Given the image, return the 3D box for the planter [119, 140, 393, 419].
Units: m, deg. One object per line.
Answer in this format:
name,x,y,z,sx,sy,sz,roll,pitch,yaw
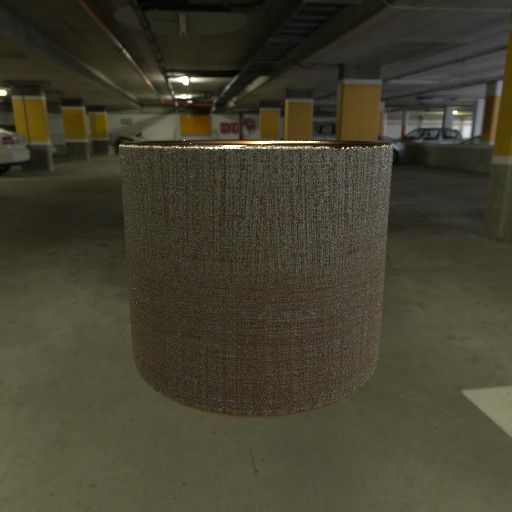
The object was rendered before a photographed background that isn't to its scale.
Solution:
planter,0.000,0.000,0.314,0.177,0.157,0.177,0,15,0
